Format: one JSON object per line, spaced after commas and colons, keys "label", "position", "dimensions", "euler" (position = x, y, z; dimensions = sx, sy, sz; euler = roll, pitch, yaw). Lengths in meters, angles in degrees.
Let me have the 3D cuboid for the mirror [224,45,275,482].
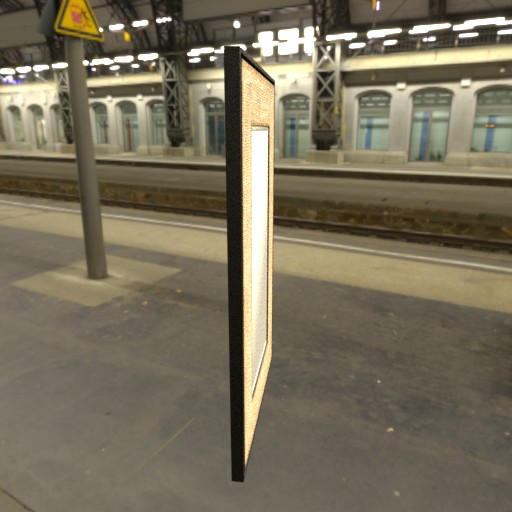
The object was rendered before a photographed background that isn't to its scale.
{"label": "mirror", "position": [0.000, 0.000, 1.549], "dimensions": [0.038, 1.219, 0.762], "euler": [2, 16, 8]}
